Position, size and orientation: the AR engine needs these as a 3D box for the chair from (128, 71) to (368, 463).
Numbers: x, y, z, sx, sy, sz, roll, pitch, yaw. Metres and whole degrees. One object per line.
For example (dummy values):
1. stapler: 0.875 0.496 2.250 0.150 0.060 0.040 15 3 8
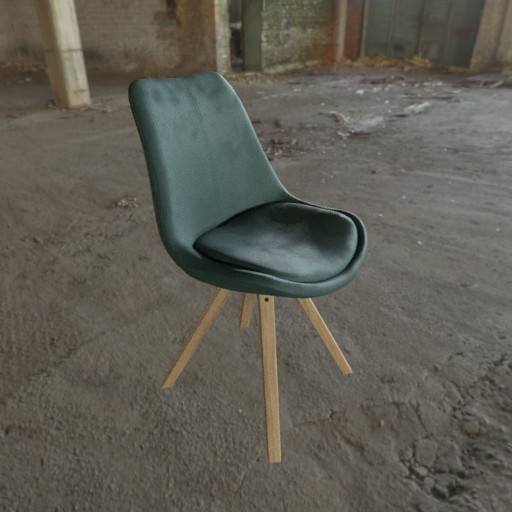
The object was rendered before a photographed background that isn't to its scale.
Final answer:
1. chair: 0.000 0.000 1.177 0.547 0.865 0.483 20 34 32
